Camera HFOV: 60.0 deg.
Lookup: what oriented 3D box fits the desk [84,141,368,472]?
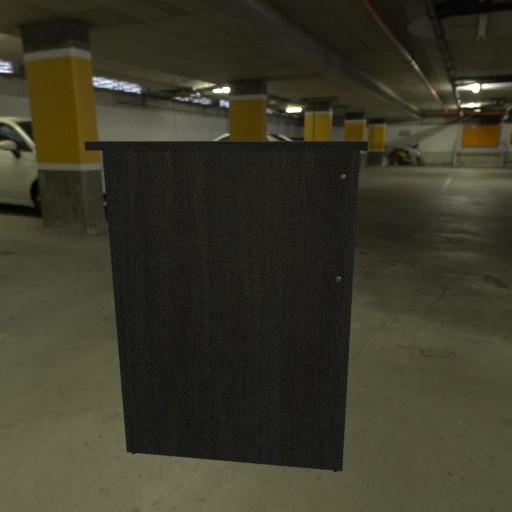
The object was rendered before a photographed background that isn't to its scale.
[{"bbox_3d":[0.000,0.000,1.475,0.560,0.730,1.096,2,14,7],"label":"desk"}]
